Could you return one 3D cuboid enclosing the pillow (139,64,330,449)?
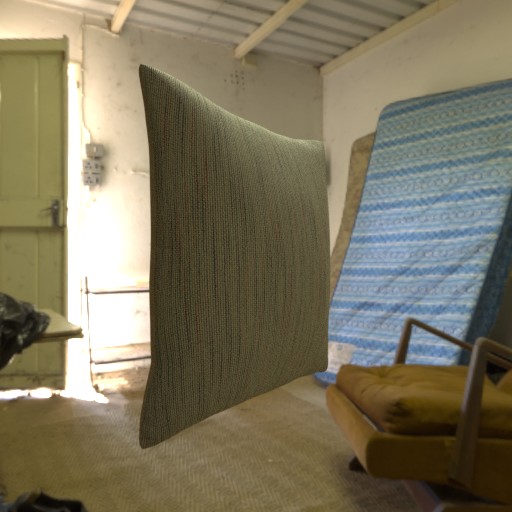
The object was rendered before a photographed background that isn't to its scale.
[{"bbox_3d":[0.000,0.000,0.781,0.178,0.506,0.512,0,0,37],"label":"pillow"}]
